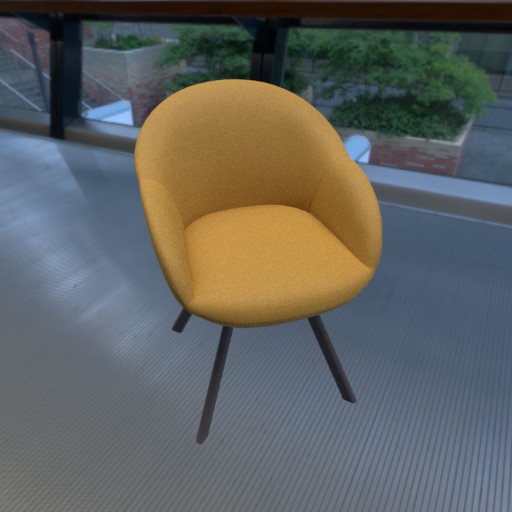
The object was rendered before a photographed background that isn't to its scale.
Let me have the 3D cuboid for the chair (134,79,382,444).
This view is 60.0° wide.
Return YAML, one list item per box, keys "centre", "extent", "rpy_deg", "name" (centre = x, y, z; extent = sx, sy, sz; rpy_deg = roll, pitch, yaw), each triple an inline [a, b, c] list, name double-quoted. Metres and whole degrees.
- centre: [0.000, 0.000, 1.189]
  extent: [0.551, 0.793, 0.583]
  rpy_deg: [-9, 33, -14]
  name: "chair"
